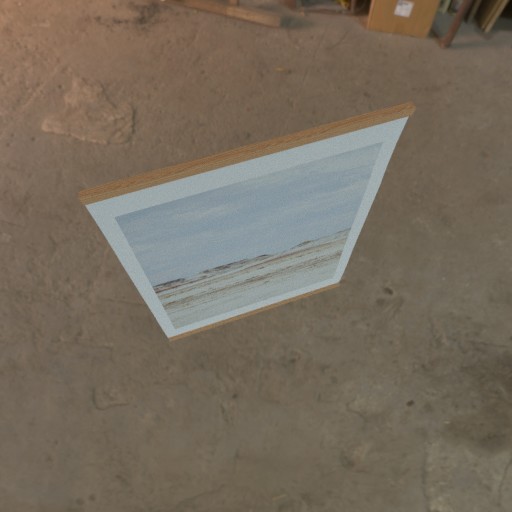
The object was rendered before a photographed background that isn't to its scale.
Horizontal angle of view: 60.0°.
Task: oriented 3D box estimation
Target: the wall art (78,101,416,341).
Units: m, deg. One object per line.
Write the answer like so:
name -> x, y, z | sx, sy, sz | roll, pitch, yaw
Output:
wall art -> 0.000, 0.000, 1.380 | 0.739, 1.016, 0.020 | -17, 65, -8
